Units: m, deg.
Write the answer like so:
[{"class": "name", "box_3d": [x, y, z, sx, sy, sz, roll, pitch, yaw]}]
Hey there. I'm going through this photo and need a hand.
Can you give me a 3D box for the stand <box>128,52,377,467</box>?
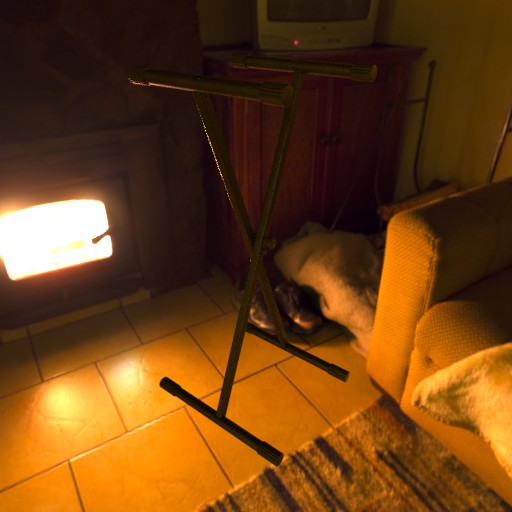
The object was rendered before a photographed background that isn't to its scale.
[{"class": "stand", "box_3d": [0.000, 0.000, 1.178, 0.449, 0.940, 0.409, 21, 36, 32]}]
